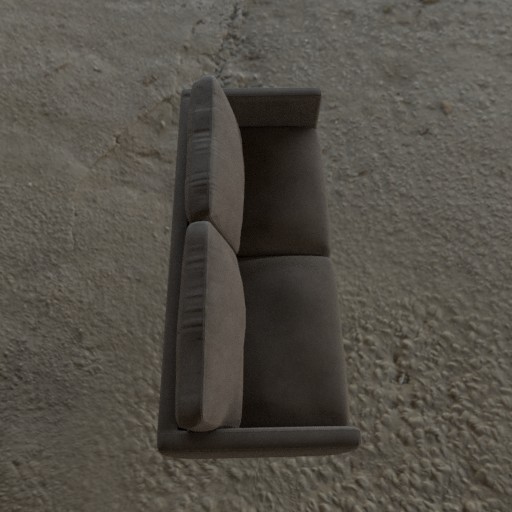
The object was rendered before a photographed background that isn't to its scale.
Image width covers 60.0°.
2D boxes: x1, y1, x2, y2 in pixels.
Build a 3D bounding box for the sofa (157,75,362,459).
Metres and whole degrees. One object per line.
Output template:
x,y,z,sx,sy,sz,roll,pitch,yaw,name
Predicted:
0.000,0.000,2.677,0.951,0.965,2.208,-1,64,-1,sofa
